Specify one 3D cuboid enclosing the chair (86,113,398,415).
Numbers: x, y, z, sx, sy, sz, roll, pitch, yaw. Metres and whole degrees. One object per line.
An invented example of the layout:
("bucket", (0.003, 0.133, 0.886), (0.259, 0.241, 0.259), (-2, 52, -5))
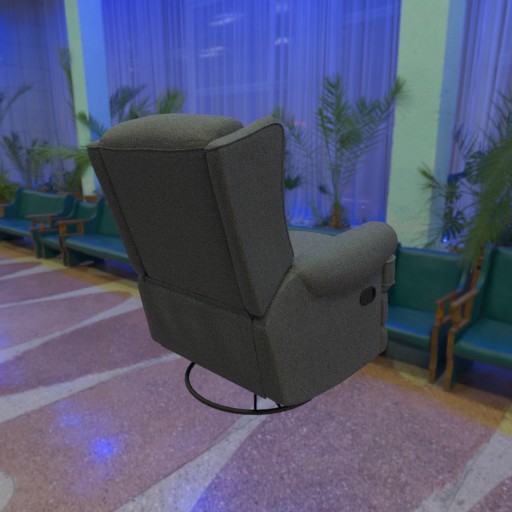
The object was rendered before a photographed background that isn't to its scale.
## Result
("chair", (0.000, 0.000, 1.706), (0.847, 1.011, 0.969), (13, 19, 41))
